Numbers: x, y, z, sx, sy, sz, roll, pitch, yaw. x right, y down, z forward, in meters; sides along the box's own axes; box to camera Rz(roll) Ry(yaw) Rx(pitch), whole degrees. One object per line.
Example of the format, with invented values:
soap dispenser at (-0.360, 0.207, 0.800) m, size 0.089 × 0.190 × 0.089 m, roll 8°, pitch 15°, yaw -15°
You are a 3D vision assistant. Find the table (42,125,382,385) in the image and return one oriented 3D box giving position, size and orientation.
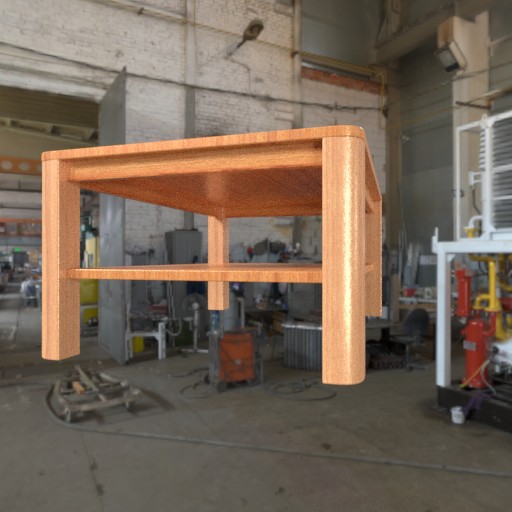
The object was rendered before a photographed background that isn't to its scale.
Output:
table at (0.000, 0.000, 1.326) m, size 0.696 × 0.445 × 0.997 m, roll 0°, pitch 0°, yaw 18°
